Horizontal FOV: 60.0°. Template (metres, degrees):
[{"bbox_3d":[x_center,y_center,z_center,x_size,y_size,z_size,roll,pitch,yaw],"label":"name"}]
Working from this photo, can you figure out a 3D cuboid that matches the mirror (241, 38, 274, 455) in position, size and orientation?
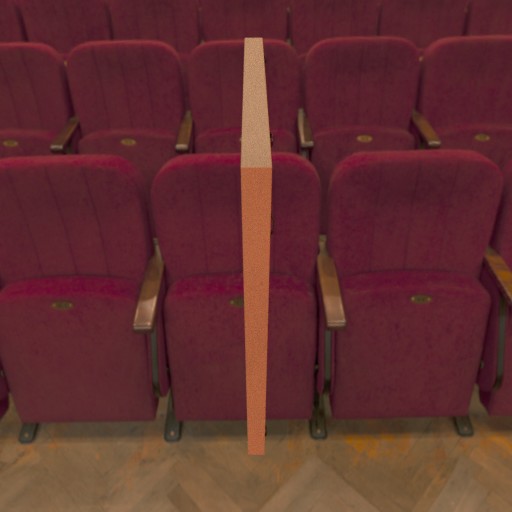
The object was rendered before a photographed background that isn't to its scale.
[{"bbox_3d":[0.000,0.000,0.925,0.040,0.710,0.507,0,41,0],"label":"mirror"}]
